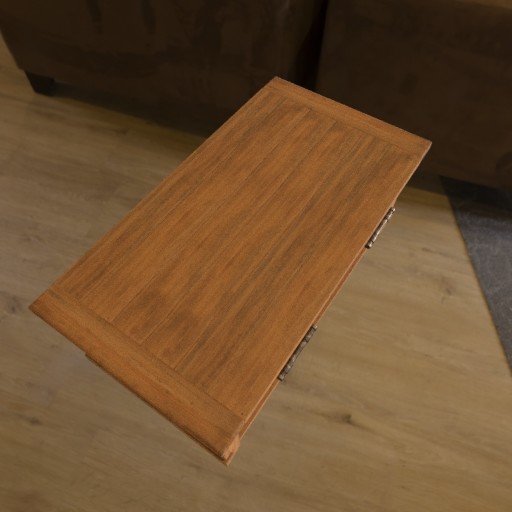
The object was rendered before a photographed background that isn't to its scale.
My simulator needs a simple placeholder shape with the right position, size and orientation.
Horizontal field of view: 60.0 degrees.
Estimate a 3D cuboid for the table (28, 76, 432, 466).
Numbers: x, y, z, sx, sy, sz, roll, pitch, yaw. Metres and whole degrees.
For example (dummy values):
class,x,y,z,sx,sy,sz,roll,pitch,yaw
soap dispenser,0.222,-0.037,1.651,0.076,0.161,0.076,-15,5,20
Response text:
class,x,y,z,sx,sy,sz,roll,pitch,yaw
table,0.000,0.000,1.627,0.693,0.494,1.270,30,62,18
